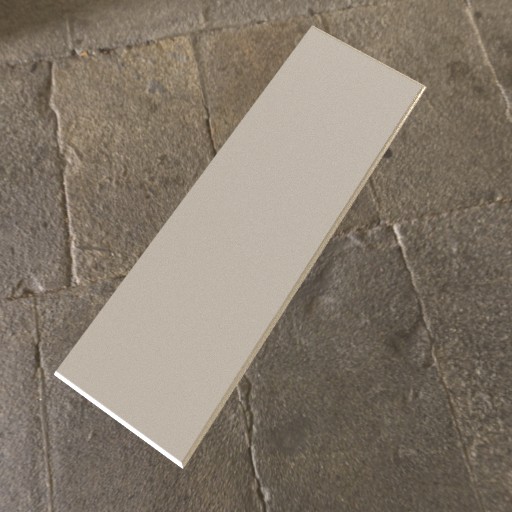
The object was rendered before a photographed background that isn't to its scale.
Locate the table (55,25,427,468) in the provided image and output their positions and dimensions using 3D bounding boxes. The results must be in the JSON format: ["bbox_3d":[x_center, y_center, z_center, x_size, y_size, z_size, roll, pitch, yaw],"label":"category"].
[{"bbox_3d":[0.000,0.000,1.552,0.384,0.808,1.197,32,78,8],"label":"table"}]
